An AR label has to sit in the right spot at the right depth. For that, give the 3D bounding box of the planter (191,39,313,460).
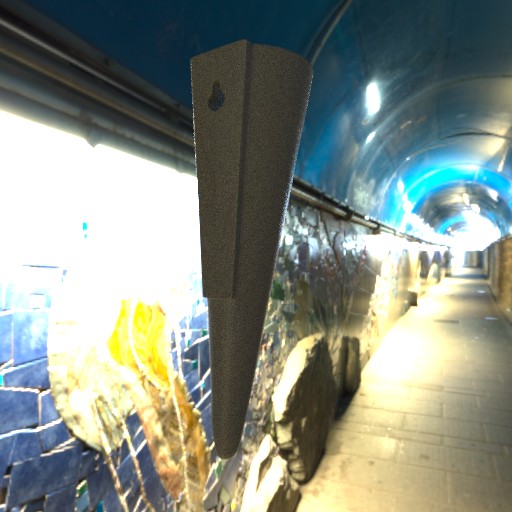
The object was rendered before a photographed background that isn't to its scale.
[{"bbox_3d":[0.000,0.000,0.229,0.057,0.191,0.064,0,0,35],"label":"planter"}]
